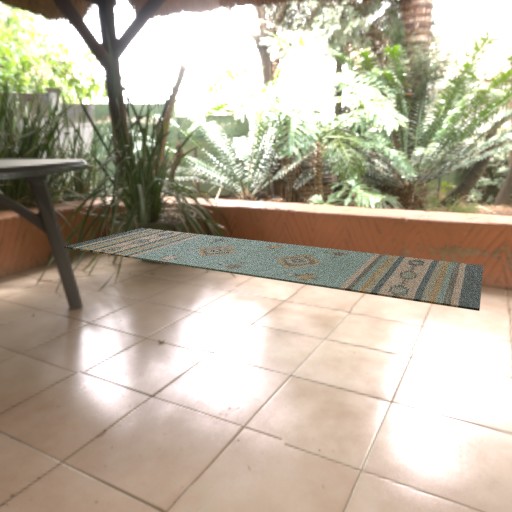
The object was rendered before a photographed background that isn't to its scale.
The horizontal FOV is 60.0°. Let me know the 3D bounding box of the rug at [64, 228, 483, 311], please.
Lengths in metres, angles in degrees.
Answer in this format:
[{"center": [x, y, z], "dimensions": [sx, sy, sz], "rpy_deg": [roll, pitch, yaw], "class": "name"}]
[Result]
[{"center": [0.000, 0.000, 2.672], "dimensions": [2.441, 0.010, 0.744], "rpy_deg": [7, 16, 27], "class": "rug"}]
